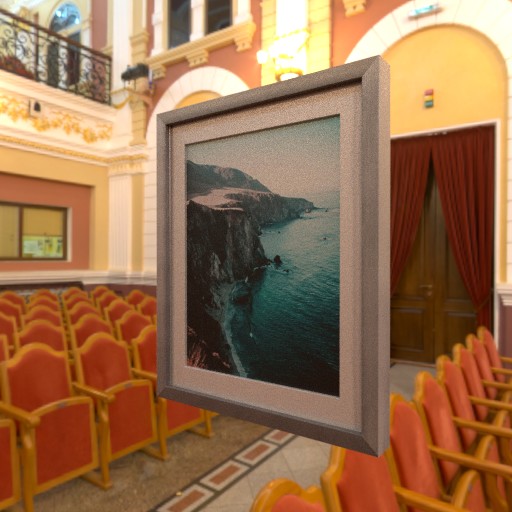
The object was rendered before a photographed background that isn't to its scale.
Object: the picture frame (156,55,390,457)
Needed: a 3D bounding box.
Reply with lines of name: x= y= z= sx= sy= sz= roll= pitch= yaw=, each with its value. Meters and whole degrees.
picture frame: x=0.000 y=0.000 z=0.760 sx=0.449 sy=0.555 sz=0.046 roll=0 pitch=0 yaw=36
